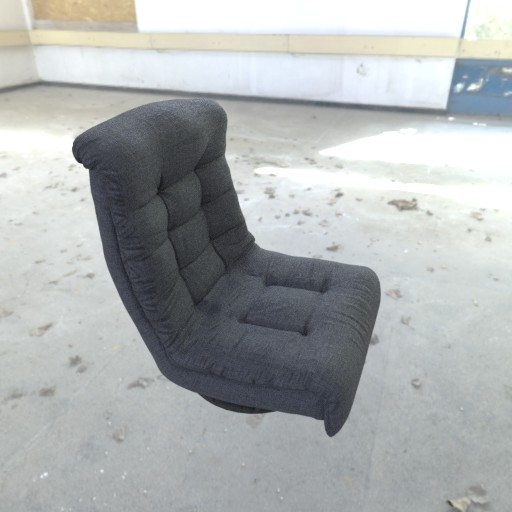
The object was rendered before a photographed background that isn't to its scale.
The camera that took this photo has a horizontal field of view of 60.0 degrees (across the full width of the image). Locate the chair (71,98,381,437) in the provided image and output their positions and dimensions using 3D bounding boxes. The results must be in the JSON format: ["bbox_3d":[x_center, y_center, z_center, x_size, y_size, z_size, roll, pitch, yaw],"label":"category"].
[{"bbox_3d":[0.000,0.000,1.208,0.668,0.749,0.597,11,32,18],"label":"chair"}]
